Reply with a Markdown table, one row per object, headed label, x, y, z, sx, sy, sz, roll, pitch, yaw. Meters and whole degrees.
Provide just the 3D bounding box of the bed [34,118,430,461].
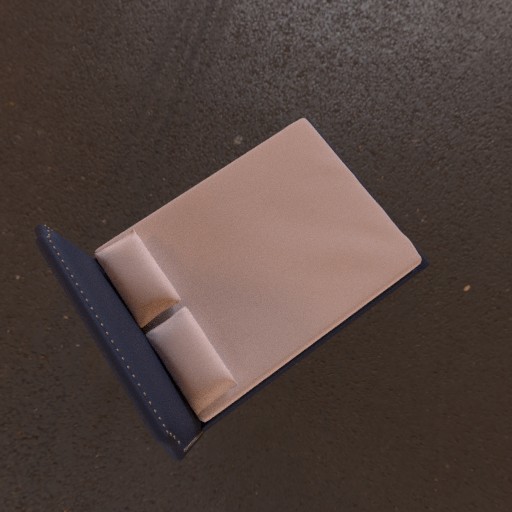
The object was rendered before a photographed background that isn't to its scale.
| label | x | y | z | sx | sy | sz | roll | pitch | yaw |
| --- | --- | --- | --- | --- | --- | --- | --- | --- | --- |
| bed | 0.000 | 0.000 | 3.416 | 2.372 | 1.443 | 1.712 | -34 | 78 | -9 |
